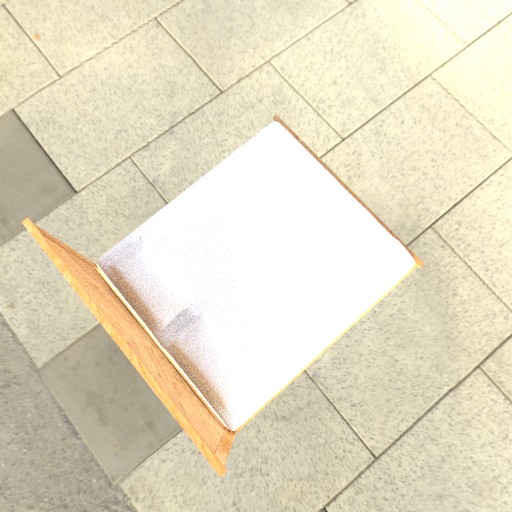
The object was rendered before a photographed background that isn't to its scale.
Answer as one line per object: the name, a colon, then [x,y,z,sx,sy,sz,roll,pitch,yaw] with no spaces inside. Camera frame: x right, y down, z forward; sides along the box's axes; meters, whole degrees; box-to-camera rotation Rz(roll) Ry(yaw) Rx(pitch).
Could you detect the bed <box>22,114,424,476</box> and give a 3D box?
bed: [0.000,0.000,3.587,2.201,1.686,1.936,-40,79,-9]
